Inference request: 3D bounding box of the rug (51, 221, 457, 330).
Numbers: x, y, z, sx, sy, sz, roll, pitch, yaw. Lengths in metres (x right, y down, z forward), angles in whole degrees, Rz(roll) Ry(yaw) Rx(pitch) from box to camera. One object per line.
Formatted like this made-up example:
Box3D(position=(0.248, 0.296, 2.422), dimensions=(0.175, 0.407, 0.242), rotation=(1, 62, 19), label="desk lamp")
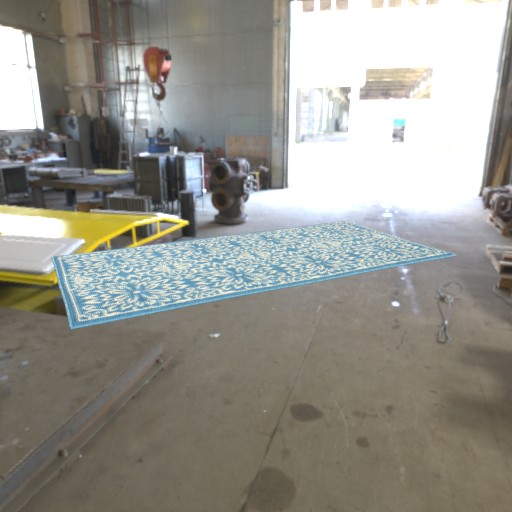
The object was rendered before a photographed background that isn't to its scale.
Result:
Box3D(position=(0.000, 0.000, 1.482), dimensions=(1.219, 0.007, 0.604), rotation=(-8, 19, -26), label="rug")
